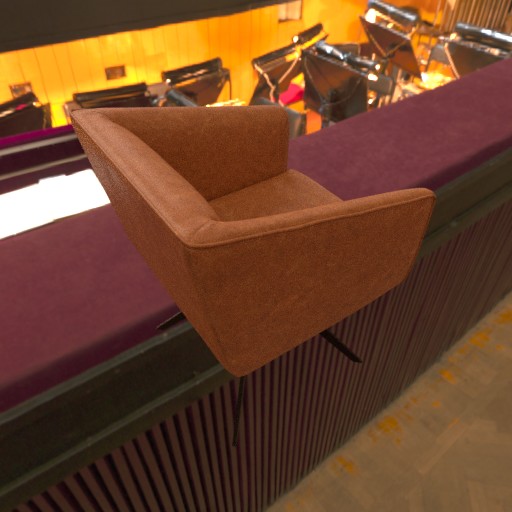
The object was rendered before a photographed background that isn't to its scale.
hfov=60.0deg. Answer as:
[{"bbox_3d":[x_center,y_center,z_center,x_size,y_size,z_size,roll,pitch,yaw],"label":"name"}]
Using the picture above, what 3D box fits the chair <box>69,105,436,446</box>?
[{"bbox_3d":[0.000,0.000,1.180,0.625,0.760,0.588,-24,47,-25],"label":"chair"}]
